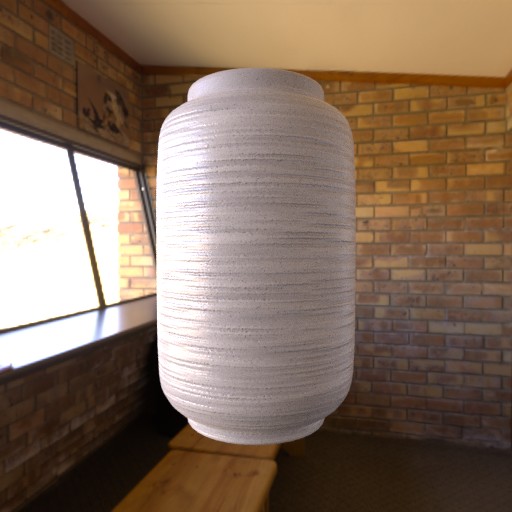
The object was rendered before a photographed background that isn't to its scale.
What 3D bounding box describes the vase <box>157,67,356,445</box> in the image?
[{"bbox_3d":[0.000,0.000,0.461,0.202,0.335,0.202,0,1,0],"label":"vase"}]
